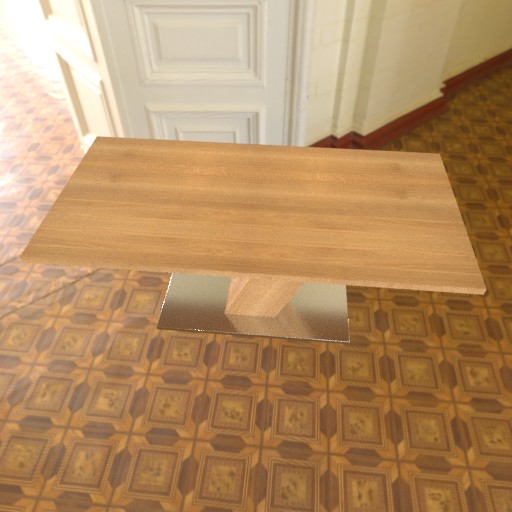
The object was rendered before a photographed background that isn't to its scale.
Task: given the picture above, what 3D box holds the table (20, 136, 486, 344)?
[{"bbox_3d":[0.000,0.000,2.280,1.800,0.750,0.900,4,46,4],"label":"table"}]
